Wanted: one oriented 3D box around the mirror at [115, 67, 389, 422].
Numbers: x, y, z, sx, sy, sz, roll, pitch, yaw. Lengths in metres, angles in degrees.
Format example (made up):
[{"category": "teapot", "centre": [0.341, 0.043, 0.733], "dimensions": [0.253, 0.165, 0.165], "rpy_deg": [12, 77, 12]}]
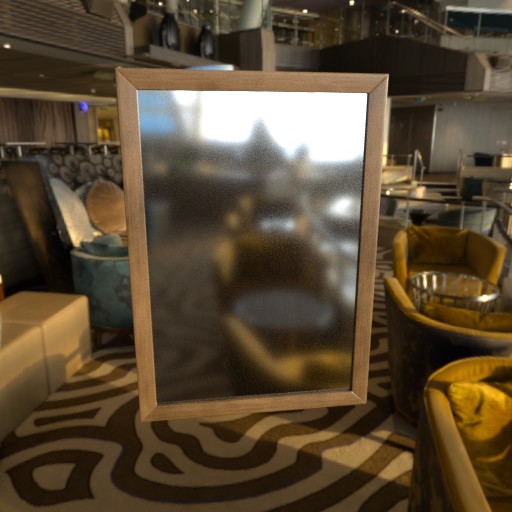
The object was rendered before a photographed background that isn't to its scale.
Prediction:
[{"category": "mirror", "centre": [0.000, 0.000, 0.919], "dimensions": [0.507, 0.710, 0.040], "rpy_deg": [-2, 14, -8]}]
